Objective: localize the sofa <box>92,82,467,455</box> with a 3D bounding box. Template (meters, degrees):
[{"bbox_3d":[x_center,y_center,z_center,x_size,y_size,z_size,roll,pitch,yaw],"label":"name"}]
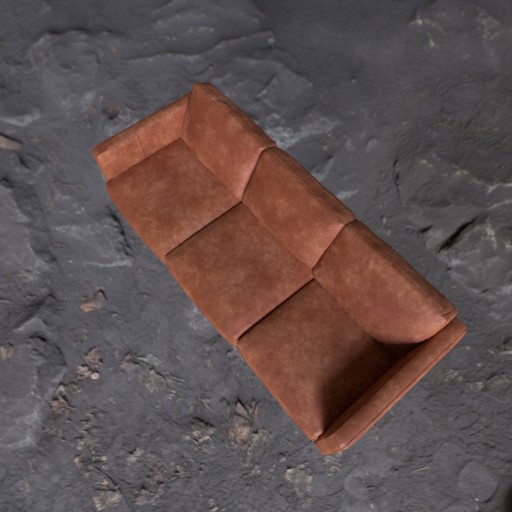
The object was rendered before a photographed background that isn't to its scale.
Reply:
[{"bbox_3d":[0.000,0.000,2.987,1.045,1.006,2.464,-36,69,-17],"label":"sofa"}]
